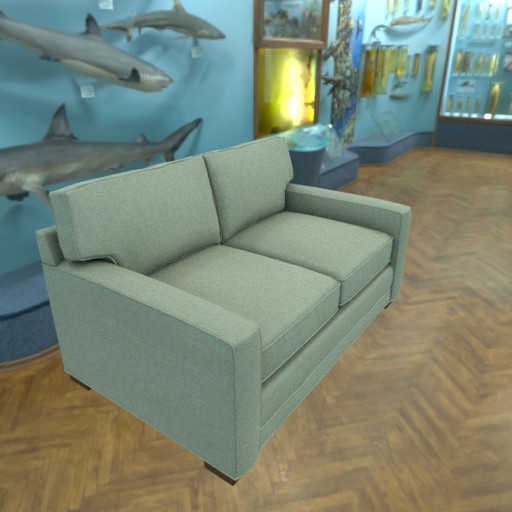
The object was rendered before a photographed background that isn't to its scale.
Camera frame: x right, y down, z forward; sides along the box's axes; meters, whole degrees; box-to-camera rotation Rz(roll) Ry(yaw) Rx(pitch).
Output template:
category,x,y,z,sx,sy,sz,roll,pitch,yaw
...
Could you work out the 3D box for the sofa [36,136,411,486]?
category,x,y,z,sx,sy,sz,roll,pitch,yaw
sofa,0.000,0.000,2.012,0.940,0.853,1.484,16,29,32
